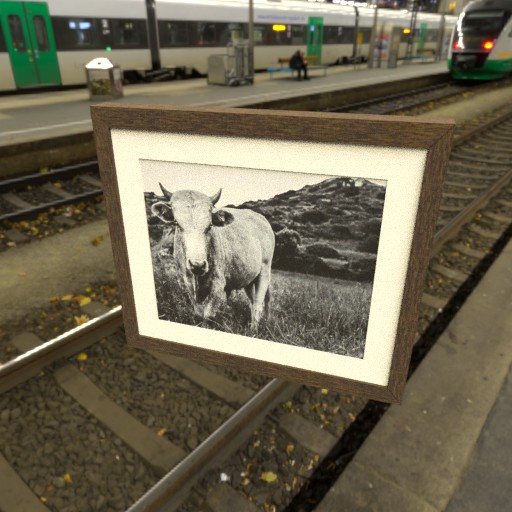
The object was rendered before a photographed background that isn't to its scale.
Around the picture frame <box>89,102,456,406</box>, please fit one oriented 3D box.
[{"bbox_3d":[0.000,0.000,0.527,0.378,0.330,0.033,8,27,16],"label":"picture frame"}]
